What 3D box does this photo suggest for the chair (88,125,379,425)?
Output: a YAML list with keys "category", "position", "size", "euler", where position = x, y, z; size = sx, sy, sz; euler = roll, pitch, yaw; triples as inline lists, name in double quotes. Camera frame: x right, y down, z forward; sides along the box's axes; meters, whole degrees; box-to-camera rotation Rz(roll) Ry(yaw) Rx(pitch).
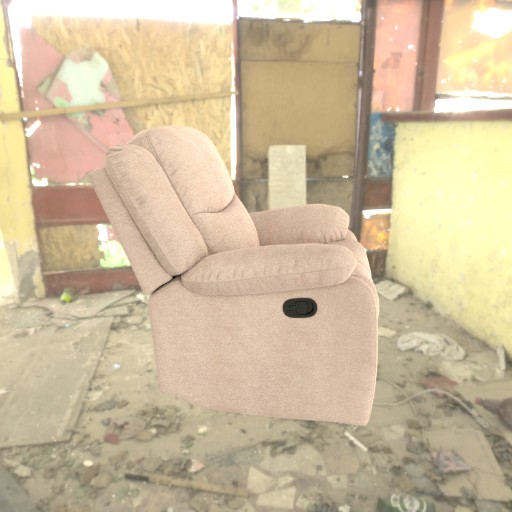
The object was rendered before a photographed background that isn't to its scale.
- category: "chair"
  position: [0.000, 0.000, 1.782]
  size: [0.944, 1.008, 0.899]
  euler: [3, 17, 9]
